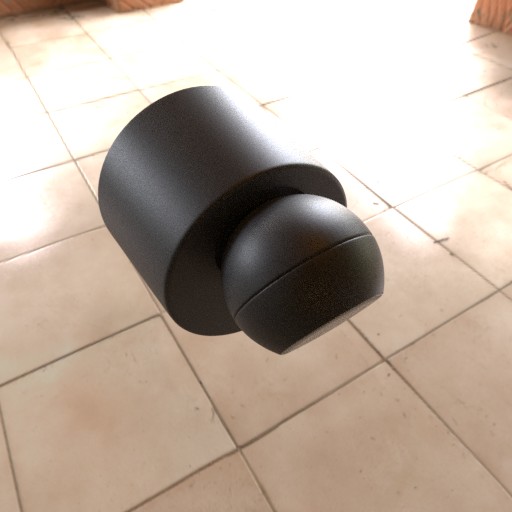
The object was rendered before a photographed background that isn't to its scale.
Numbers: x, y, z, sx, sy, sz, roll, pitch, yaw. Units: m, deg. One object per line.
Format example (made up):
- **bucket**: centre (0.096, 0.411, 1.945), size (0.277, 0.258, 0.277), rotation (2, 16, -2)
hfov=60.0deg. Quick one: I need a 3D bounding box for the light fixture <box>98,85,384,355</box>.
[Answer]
- **light fixture**: centre (0.000, 0.000, 0.265), size (0.134, 0.143, 0.160), rotation (-24, 51, -22)
